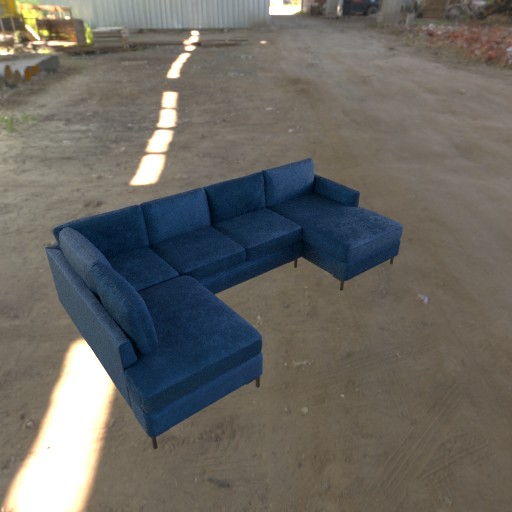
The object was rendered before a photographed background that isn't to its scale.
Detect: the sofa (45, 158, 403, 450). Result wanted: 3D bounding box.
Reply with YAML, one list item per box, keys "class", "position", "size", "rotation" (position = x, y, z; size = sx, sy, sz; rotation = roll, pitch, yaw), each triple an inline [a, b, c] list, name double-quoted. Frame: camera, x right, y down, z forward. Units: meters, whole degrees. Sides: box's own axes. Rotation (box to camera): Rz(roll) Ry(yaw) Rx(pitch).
- class: "sofa"
  position: [0.000, 0.000, 4.427]
  size: [3.434, 0.992, 2.055]
  rotation: [-22, 37, -32]
